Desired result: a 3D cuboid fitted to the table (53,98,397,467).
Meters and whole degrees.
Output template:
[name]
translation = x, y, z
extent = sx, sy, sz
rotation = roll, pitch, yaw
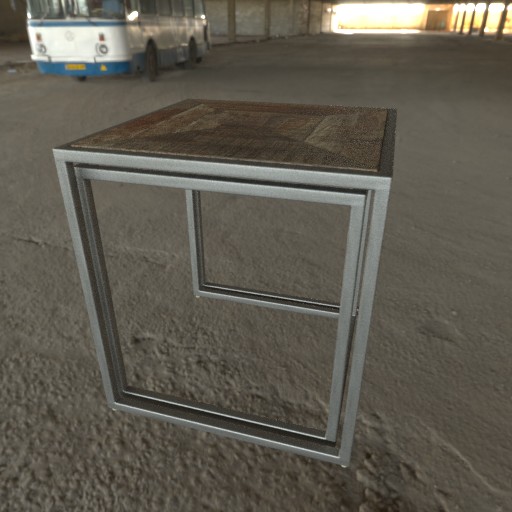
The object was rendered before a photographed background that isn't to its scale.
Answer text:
[table]
translation = 0.000, 0.000, 0.855
extent = 0.449, 0.500, 0.450
rotation = 8, 29, 14
